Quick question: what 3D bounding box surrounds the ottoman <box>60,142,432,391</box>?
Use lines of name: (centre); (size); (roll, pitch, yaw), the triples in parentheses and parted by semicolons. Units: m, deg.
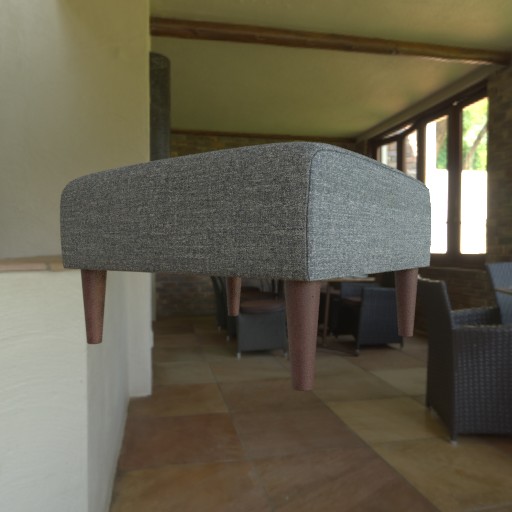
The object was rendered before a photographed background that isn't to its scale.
ottoman: (0.000, 0.000, 1.057); (0.655, 0.399, 0.648); (1, 1, 36)
